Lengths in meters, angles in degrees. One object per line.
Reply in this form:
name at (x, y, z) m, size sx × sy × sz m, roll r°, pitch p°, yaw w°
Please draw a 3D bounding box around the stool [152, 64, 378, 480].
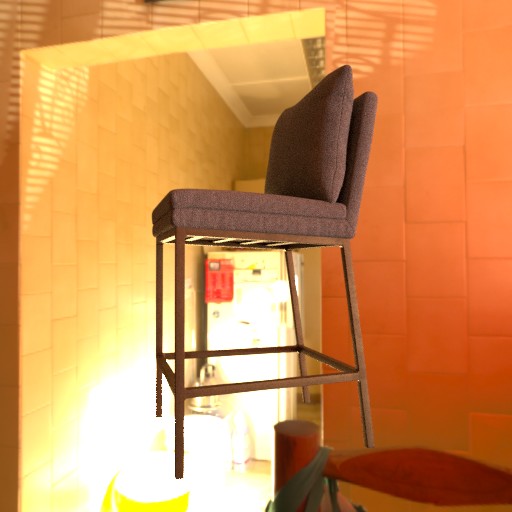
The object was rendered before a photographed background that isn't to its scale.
stool at (0.000, 0.000, 1.313) m, size 0.569 × 1.031 × 0.463 m, roll 0°, pitch -1°, yaw -19°
